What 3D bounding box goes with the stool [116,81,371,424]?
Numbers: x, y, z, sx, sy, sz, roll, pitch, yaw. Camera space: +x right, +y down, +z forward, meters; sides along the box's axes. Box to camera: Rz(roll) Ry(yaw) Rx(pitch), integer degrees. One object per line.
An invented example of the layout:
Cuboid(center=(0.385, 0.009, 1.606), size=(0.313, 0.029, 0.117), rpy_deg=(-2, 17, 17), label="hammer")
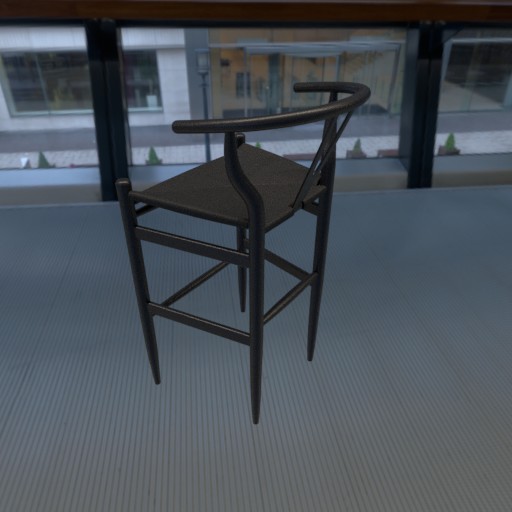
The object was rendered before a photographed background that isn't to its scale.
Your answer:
Cuboid(center=(0.000, 0.000, 1.436), size=(0.579, 1.072, 0.569), rpy_deg=(22, 38, 30), label="stool")
